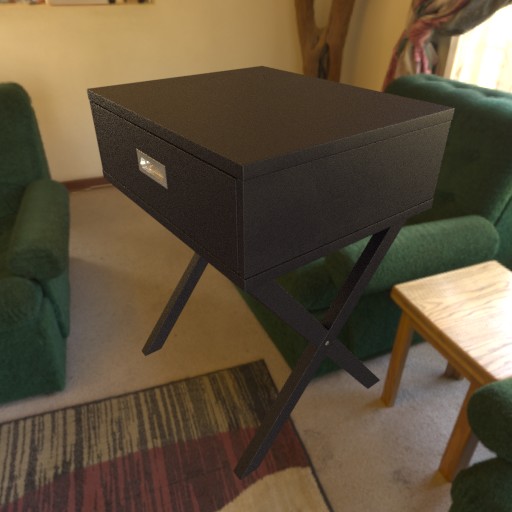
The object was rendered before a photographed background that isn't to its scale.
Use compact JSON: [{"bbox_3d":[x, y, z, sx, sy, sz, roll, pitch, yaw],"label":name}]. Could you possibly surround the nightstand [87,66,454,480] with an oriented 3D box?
[{"bbox_3d":[0.000,0.000,0.903,0.402,0.623,0.479,-22,38,-31],"label":"nightstand"}]
